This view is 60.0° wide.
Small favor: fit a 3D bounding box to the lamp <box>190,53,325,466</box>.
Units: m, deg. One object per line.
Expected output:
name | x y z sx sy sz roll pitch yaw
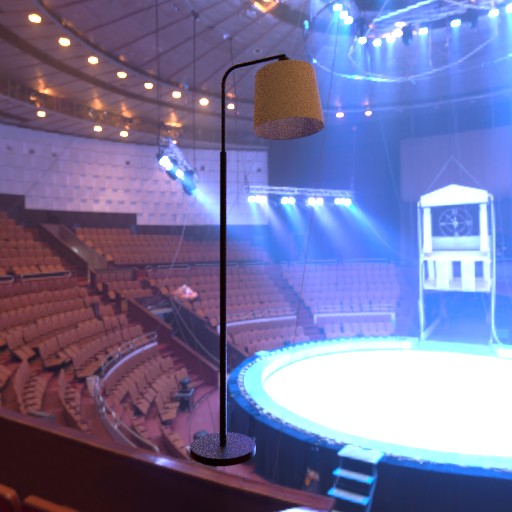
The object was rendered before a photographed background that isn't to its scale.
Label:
lamp | 0.000 0.000 1.643 0.508 1.478 0.254 0 -1 18
